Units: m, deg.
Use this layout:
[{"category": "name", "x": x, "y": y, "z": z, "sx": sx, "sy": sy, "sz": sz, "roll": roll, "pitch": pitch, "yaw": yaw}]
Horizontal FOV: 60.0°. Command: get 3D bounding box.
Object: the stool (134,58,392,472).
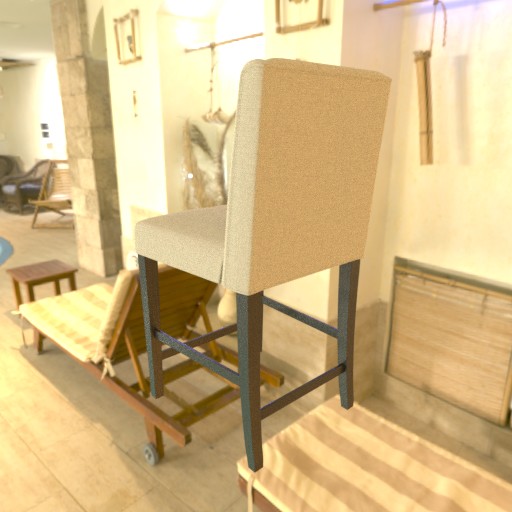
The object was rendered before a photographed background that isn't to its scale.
[{"category": "stool", "x": 0.000, "y": 0.000, "z": 1.230, "sx": 0.474, "sy": 0.939, "sz": 0.509, "roll": -14, "pitch": 22, "yaw": -40}]
